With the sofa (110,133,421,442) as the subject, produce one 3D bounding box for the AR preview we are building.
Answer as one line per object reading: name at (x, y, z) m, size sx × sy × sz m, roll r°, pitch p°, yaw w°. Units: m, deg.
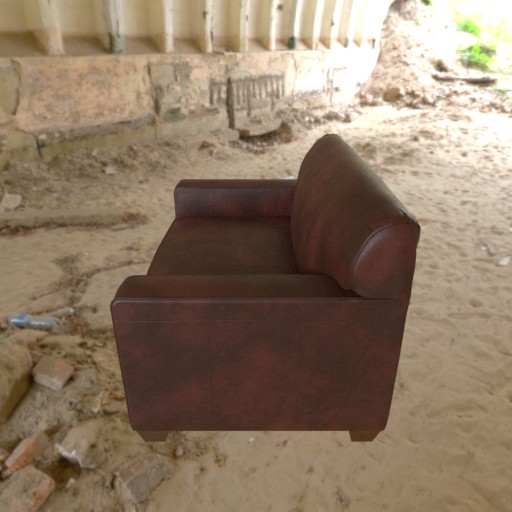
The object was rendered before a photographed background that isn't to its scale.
sofa at (0.000, 0.000, 2.073) m, size 1.000 × 0.956 × 1.413 m, roll 0°, pitch 26°, yaw 0°
